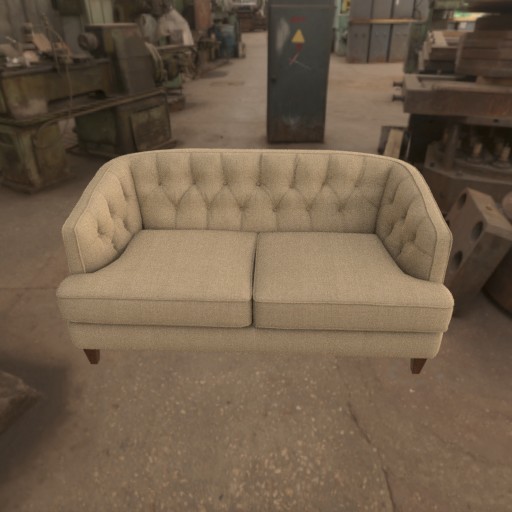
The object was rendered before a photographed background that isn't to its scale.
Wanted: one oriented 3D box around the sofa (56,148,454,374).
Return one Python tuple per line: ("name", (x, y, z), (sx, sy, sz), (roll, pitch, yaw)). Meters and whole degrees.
("sofa", (0.000, 0.000, 2.282), (1.733, 0.855, 0.941), (1, 30, 2))
